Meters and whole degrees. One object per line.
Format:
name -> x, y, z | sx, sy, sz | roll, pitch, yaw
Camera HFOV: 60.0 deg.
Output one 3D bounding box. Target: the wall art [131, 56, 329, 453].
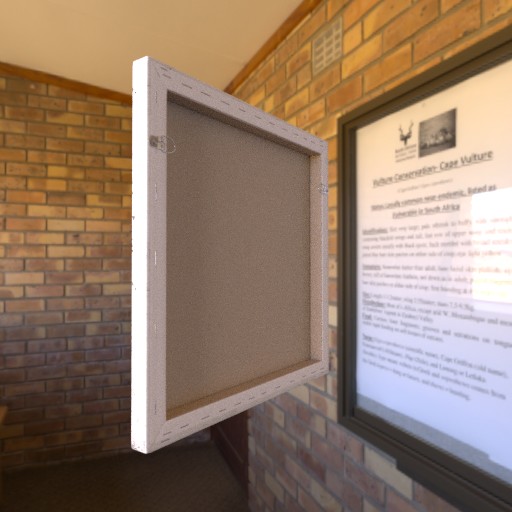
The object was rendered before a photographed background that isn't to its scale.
wall art -> 0.000, 0.000, 0.930 | 0.040, 0.611, 0.610 | -1, -1, 36
